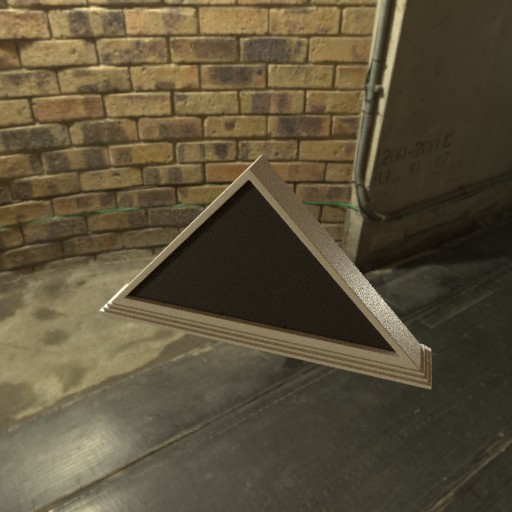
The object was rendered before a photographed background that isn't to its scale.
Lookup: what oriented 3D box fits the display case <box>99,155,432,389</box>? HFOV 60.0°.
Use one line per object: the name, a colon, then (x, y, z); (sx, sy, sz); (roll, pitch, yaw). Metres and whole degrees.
display case: (0.000, 0.000, 0.768); (0.640, 0.340, 0.095); (10, 33, 15)
